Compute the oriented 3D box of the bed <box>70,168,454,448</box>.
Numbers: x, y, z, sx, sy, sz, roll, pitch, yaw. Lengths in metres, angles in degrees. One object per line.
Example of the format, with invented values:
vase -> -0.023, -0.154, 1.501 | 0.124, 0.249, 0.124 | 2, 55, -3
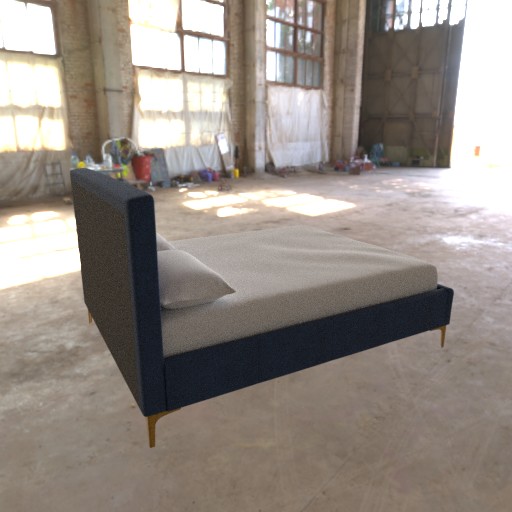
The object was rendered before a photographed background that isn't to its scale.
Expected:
bed -> 0.000, 0.000, 3.196 | 2.172, 1.231, 1.723 | -9, 18, -28
